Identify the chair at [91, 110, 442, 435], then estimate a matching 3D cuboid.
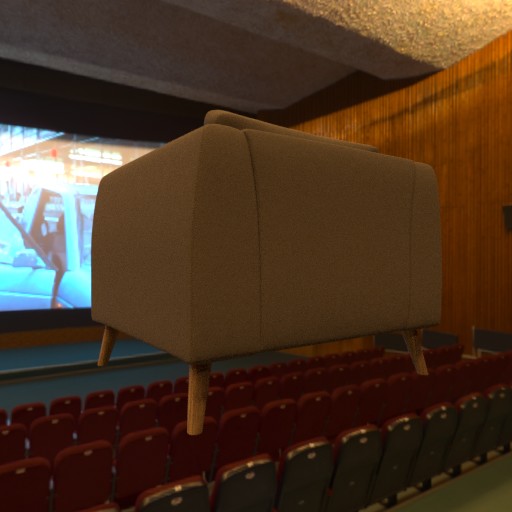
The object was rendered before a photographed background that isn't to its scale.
[{"bbox_3d":[0.000,0.000,1.679,1.000,0.860,0.930,0,1,-35],"label":"chair"}]
